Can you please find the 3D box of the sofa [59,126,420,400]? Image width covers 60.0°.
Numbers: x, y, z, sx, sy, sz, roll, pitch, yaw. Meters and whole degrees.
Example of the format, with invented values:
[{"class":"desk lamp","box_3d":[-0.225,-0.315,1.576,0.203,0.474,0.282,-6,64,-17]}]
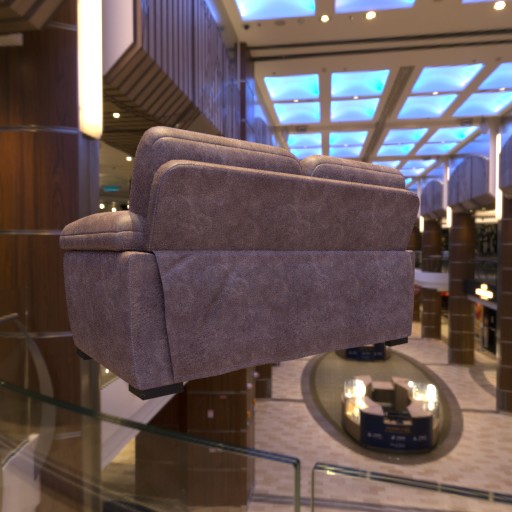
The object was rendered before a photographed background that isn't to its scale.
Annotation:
[{"class":"sofa","box_3d":[0.000,0.000,2.352,1.753,0.991,0.991,-1,1,-37]}]
